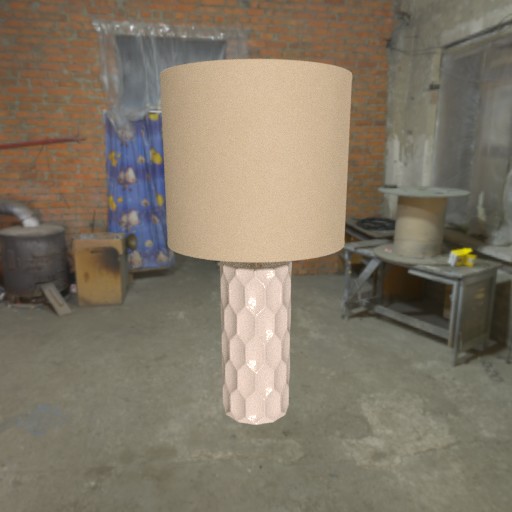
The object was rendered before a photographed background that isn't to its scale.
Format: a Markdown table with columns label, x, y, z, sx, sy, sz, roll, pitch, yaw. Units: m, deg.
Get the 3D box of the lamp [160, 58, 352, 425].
| label | x | y | z | sx | sy | sz | roll | pitch | yaw |
| --- | --- | --- | --- | --- | --- | --- | --- | --- | --- |
| lamp | 0.000 | 0.000 | 0.711 | 0.277 | 0.537 | 0.277 | -13 | 18 | -43 |
